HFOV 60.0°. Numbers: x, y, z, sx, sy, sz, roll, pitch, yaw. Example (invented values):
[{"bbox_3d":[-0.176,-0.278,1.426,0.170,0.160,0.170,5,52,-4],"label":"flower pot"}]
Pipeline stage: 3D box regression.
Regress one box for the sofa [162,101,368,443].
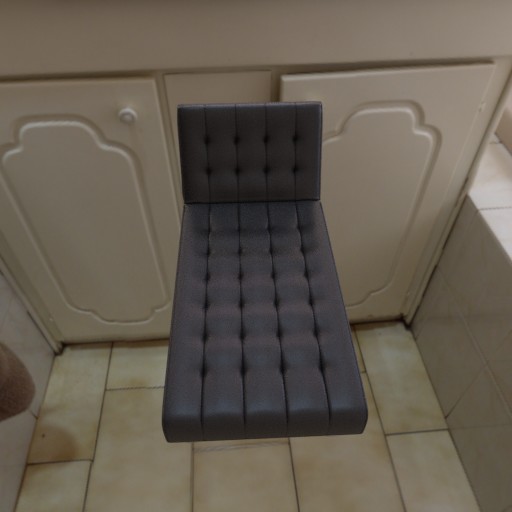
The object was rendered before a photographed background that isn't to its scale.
[{"bbox_3d":[0.000,0.000,2.066,0.760,0.820,1.560,-2,47,-2],"label":"sofa"}]
